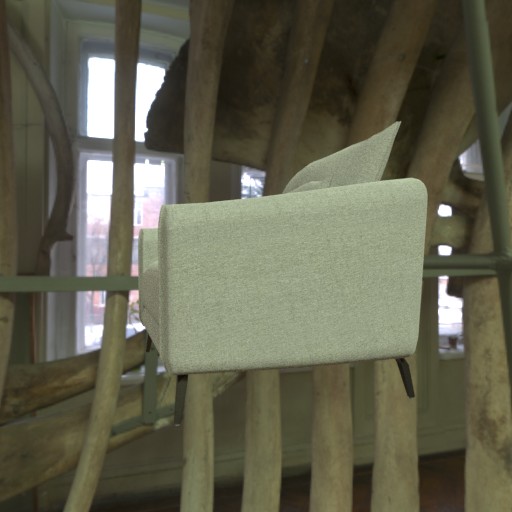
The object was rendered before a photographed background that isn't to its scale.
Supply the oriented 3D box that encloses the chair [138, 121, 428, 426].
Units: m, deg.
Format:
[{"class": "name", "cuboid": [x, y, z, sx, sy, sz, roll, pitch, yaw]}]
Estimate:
[{"class": "chair", "cuboid": [0.000, 0.000, 1.650, 0.801, 0.856, 1.029, 0, -1, -18]}]
